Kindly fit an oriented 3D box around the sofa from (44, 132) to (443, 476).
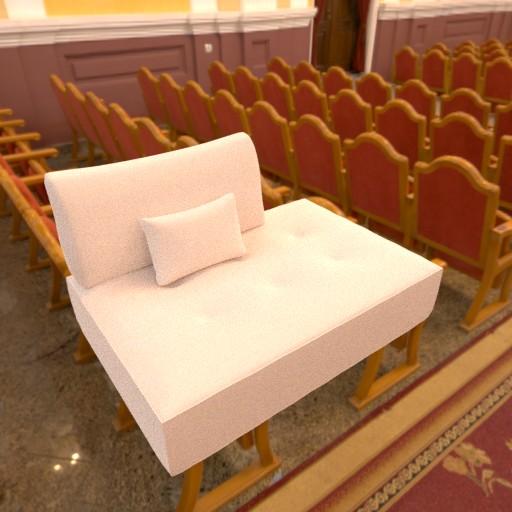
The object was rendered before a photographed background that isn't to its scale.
[{"bbox_3d":[0.000,0.000,2.000,1.450,0.820,1.000,-21,38,-30],"label":"sofa"}]
